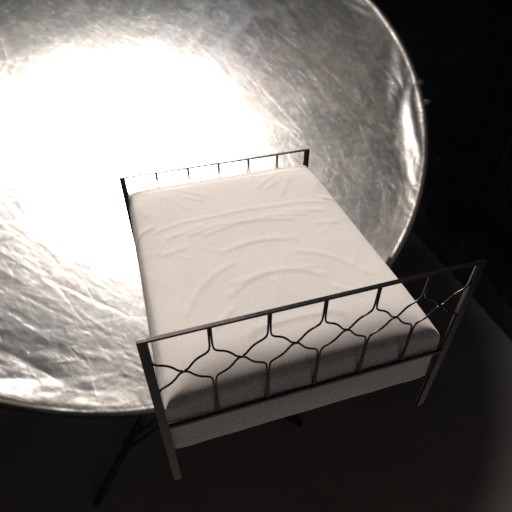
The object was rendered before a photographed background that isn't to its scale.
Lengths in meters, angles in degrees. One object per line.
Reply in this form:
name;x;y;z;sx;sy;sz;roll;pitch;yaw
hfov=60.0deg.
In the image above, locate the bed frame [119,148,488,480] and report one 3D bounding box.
bed frame;0.000;0.000;3.008;1.597;1.222;2.063;-12;42;-13
